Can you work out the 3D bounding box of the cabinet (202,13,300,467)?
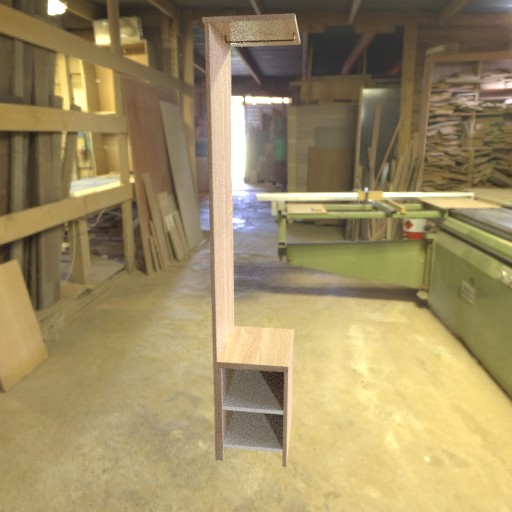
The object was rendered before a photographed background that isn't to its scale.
[{"bbox_3d":[0.000,0.000,2.013,0.338,1.879,0.411,2,14,8],"label":"cabinet"}]
